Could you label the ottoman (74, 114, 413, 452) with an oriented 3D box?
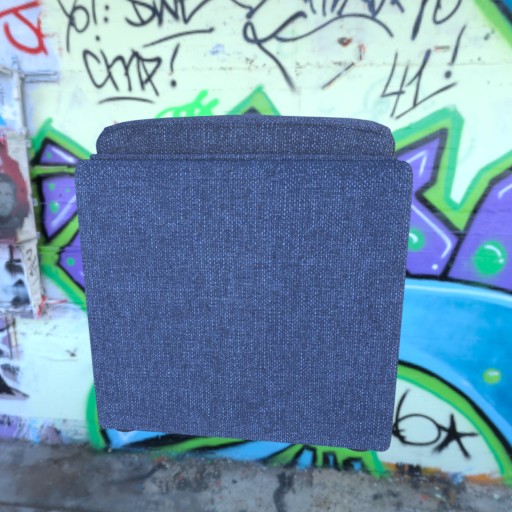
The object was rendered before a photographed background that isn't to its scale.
[{"bbox_3d":[0.000,0.000,0.822,0.454,0.493,0.436,2,14,7],"label":"ottoman"}]
